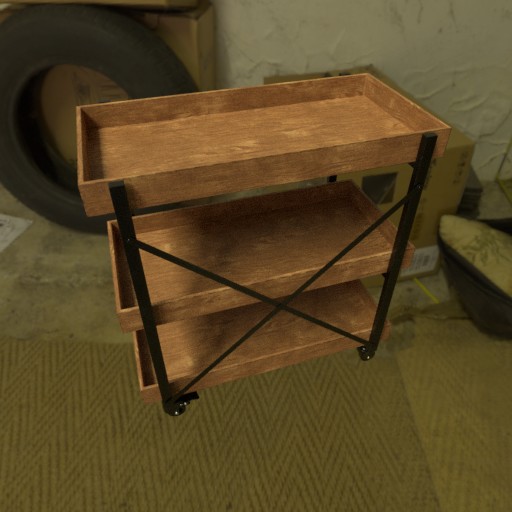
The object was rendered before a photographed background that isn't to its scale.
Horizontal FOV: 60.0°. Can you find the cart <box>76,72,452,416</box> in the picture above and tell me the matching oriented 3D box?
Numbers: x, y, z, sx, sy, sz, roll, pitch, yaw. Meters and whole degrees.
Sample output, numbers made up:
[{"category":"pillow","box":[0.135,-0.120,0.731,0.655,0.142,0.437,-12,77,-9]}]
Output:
[{"category":"cart","box":[0.000,0.000,1.229,0.750,0.800,0.411,-12,42,-13]}]
